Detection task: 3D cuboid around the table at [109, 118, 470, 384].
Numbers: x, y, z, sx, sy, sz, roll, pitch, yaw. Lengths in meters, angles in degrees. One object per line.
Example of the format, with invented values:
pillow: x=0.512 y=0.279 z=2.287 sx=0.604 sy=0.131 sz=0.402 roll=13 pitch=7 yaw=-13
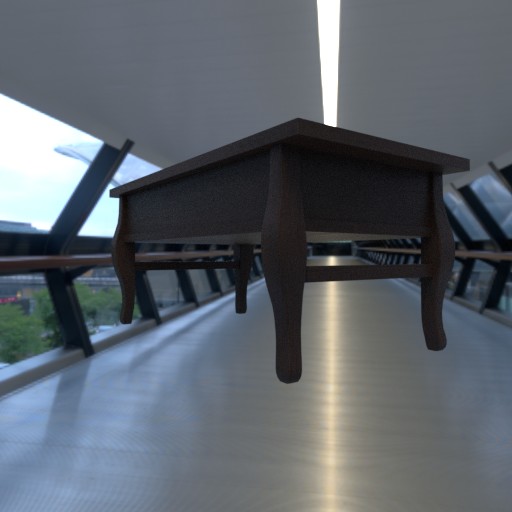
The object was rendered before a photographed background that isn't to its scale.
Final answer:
table: x=0.000 y=0.000 z=1.392 sx=0.600 sy=0.494 sz=1.062 roll=0 pitch=0 yaw=-36
